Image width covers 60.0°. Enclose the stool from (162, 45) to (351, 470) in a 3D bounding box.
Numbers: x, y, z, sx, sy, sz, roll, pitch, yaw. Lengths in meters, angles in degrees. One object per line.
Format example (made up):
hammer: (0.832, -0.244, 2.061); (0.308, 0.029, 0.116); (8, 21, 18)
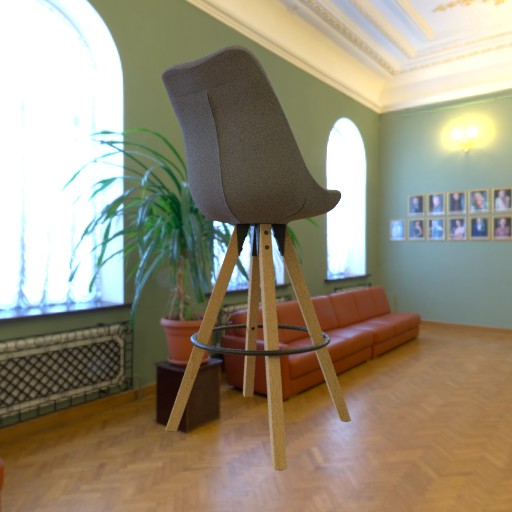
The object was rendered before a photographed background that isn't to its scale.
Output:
stool: (0.000, 0.000, 1.436); (0.485, 1.115, 0.550); (1, 1, 36)
